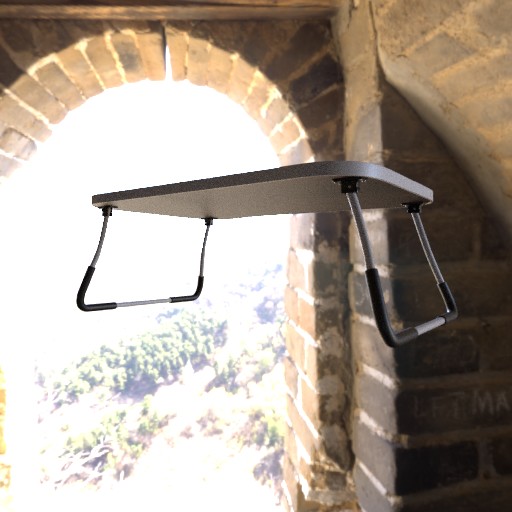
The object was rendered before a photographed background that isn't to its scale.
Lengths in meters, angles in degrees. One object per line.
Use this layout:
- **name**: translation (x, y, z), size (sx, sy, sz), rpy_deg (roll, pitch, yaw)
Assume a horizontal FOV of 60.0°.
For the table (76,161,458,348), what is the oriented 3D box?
- **table**: translation (0.000, 0.000, 0.858), size (0.660, 0.232, 0.400), rpy_deg (0, -1, 36)
